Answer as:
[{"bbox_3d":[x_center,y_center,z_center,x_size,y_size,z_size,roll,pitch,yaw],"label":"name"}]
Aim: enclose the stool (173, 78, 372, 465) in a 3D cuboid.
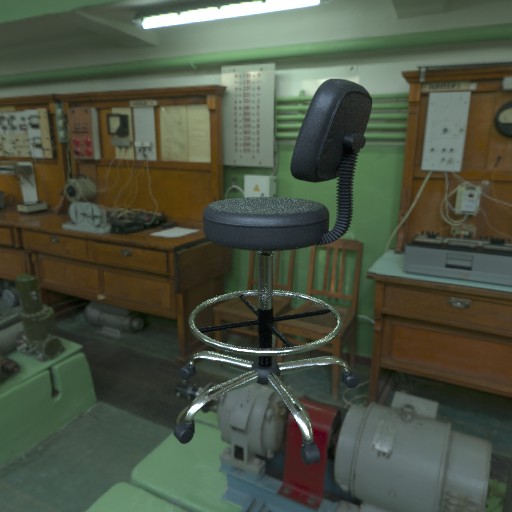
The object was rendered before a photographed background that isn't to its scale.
[{"bbox_3d":[0.000,0.000,1.484,0.658,1.069,0.694,7,17,25],"label":"stool"}]
